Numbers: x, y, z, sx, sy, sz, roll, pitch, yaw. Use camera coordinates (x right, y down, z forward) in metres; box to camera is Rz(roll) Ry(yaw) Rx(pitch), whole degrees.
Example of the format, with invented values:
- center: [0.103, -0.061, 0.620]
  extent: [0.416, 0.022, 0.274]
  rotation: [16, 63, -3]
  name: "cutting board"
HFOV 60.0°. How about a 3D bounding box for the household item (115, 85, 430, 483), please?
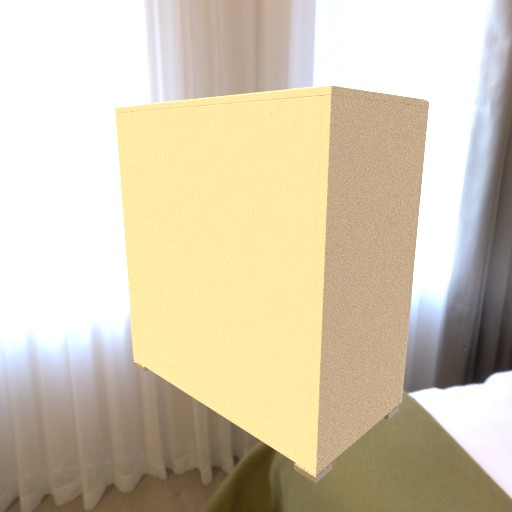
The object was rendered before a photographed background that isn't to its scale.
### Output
- center: [0.000, 0.000, 1.336]
  extent: [0.800, 0.870, 0.420]
  rotation: [14, 20, 43]
  name: "household item"
